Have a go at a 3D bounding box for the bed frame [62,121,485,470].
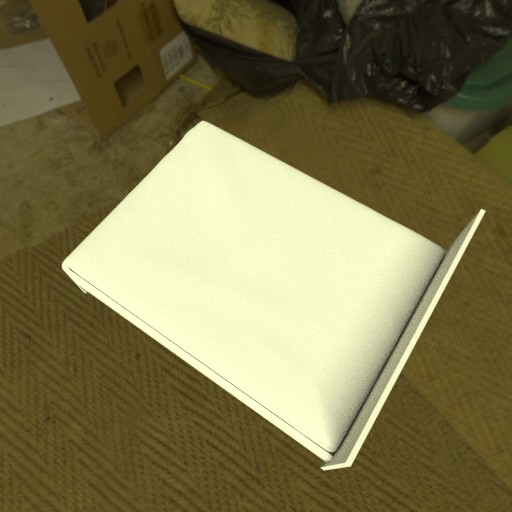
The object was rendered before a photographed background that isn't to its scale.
[{"bbox_3d":[0.000,0.000,2.692,1.950,0.800,1.490,31,67,15],"label":"bed frame"}]
